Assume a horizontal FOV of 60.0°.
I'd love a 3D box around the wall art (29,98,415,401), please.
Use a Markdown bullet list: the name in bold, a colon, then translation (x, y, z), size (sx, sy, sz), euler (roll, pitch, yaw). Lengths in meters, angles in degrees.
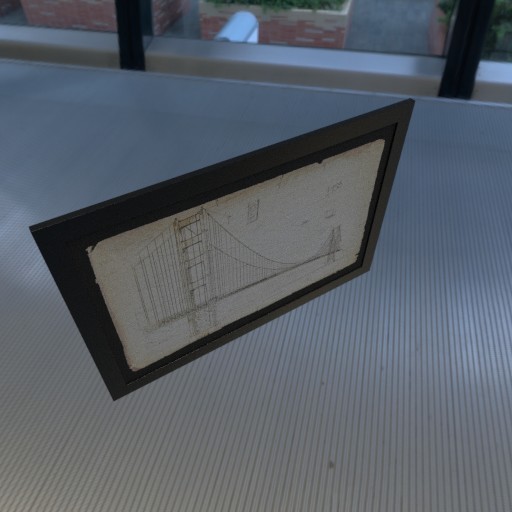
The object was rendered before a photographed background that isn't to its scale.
- **wall art**: translation (0.000, 0.000, 0.830), size (0.660, 0.447, 0.013), euler (-24, 50, -22)
